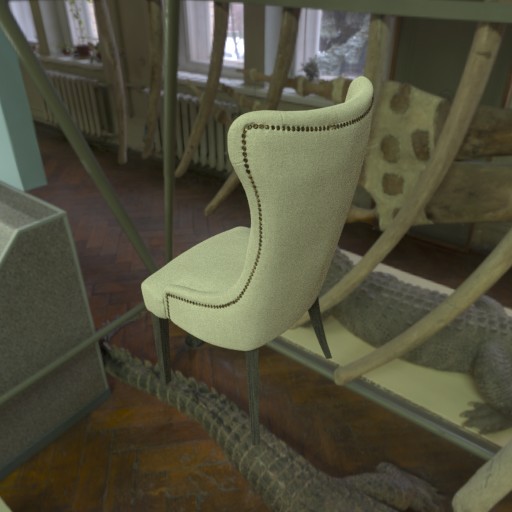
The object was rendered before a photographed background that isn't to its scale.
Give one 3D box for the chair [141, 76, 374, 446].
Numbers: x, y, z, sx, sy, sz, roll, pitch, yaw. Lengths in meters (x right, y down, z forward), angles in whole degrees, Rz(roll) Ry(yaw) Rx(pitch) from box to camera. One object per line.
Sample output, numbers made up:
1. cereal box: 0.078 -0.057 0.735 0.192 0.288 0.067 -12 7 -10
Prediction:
1. chair: 0.000 0.000 1.437 0.590 1.065 0.584 21 37 31
